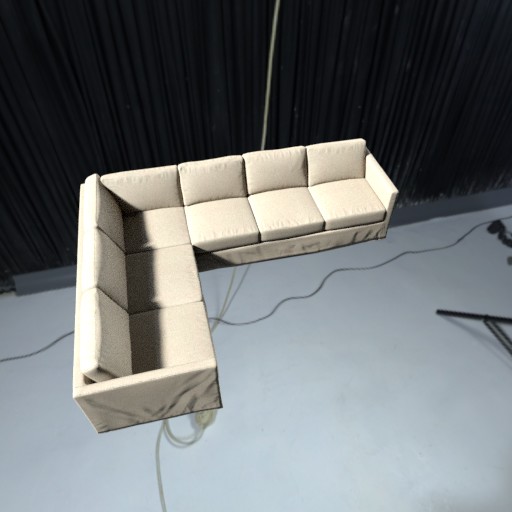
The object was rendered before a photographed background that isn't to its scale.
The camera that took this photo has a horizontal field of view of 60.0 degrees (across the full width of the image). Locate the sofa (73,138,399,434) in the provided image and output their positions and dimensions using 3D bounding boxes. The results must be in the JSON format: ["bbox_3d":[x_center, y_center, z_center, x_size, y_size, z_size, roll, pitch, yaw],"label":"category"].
[{"bbox_3d":[0.000,0.000,4.255,3.182,0.871,2.432,-10,48,-9],"label":"sofa"}]
